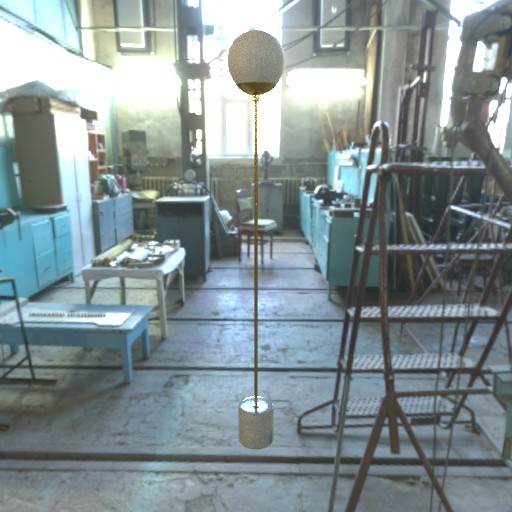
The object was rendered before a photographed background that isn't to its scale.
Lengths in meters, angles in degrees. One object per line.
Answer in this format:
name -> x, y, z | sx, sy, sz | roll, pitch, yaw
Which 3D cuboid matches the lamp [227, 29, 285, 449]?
lamp -> 0.000, 0.000, 1.874 | 0.224, 1.753, 0.224 | -12, 18, -42
